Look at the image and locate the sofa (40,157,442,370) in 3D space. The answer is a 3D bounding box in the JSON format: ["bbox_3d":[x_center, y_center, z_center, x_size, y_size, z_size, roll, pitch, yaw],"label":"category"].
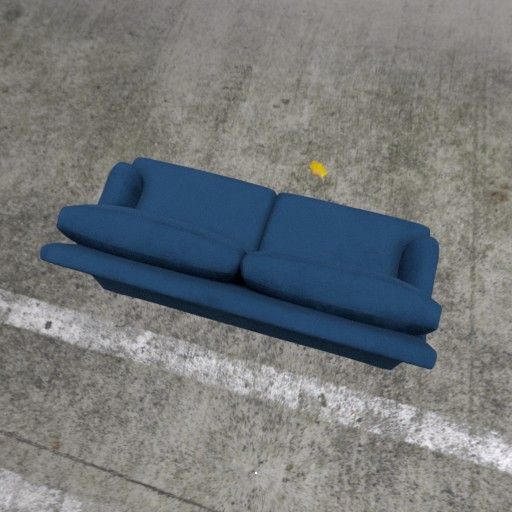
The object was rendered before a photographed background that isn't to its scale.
[{"bbox_3d":[0.000,0.000,2.806,2.141,1.101,1.084,15,65,7],"label":"sofa"}]
